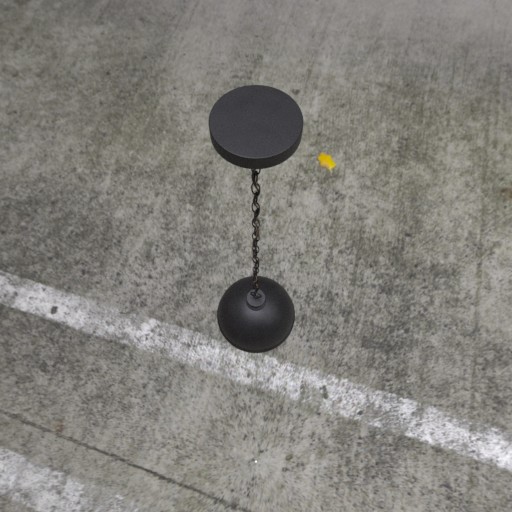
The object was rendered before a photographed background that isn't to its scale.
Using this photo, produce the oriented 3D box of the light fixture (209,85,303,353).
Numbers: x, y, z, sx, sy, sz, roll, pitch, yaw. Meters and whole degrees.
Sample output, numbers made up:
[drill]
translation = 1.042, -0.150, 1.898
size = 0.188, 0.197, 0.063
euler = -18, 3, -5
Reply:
[light fixture]
translation = 0.000, 0.000, 1.241
size = 0.304, 1.090, 0.304
euler = 16, 66, 7
